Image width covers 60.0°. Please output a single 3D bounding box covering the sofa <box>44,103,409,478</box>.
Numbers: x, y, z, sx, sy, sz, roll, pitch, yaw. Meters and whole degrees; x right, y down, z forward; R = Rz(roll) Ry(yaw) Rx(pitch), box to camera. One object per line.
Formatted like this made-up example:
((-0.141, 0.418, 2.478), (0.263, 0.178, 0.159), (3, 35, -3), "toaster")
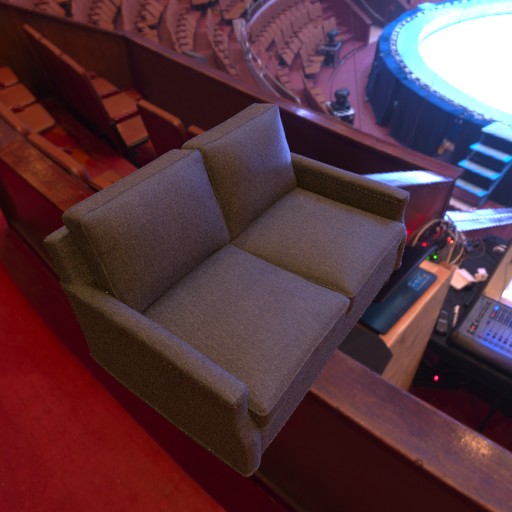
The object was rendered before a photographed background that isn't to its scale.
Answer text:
((0.000, 0.000, 2.250), (1.084, 1.003, 1.597), (26, 48, 26), "sofa")
